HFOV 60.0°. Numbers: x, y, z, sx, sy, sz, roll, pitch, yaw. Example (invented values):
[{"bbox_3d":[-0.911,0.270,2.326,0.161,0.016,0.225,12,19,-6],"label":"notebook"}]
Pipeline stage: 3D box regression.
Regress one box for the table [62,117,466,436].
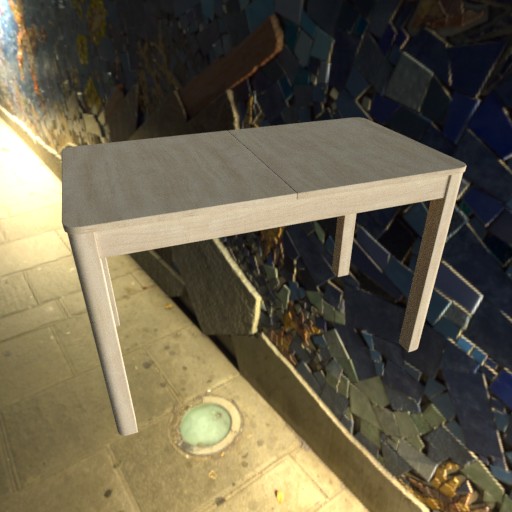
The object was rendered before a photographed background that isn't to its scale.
[{"bbox_3d":[0.000,0.000,1.941,1.400,0.900,0.750,-11,33,-17],"label":"table"}]
